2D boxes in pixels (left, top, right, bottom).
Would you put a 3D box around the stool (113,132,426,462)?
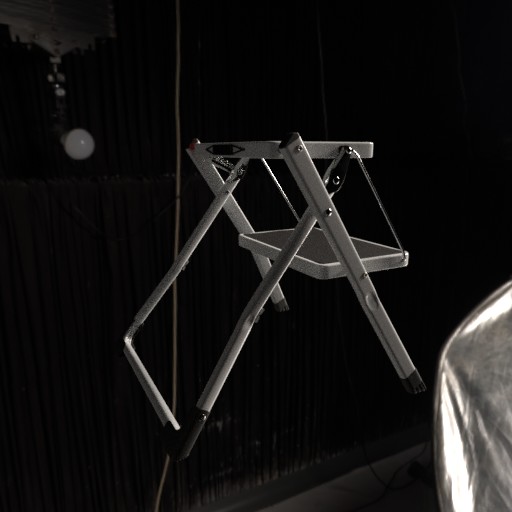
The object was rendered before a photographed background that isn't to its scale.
[{"bbox_3d":[0.000,0.000,0.855,0.490,0.445,0.485,-7,15,-27],"label":"stool"}]
